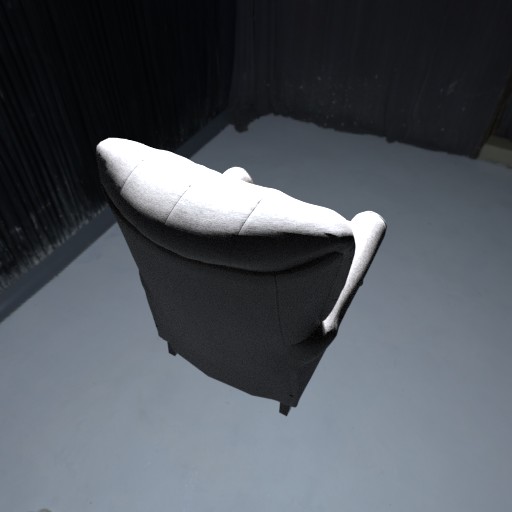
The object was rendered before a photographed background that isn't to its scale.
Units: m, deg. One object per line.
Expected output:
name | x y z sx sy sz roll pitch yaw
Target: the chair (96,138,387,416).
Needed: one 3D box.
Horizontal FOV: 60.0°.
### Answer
chair | 0.000 0.000 1.928 0.942 1.209 1.025 22 50 20
